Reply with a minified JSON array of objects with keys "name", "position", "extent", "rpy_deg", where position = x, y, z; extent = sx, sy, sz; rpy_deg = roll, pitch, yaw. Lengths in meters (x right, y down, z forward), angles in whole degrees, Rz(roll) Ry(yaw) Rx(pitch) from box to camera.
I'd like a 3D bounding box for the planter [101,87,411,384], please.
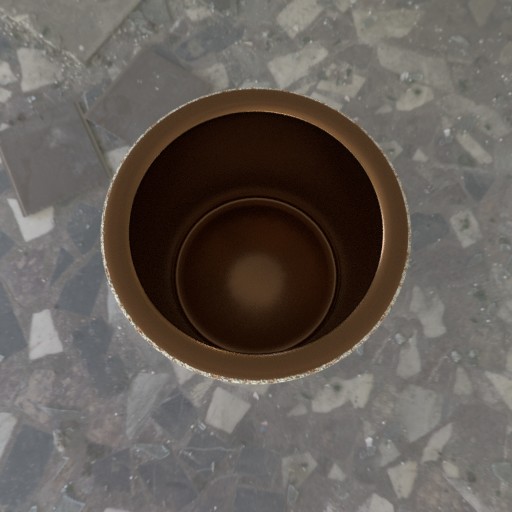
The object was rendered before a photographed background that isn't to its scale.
[{"name":"planter","position":[0.000,0.000,0.198],"extent":[0.109,0.096,0.109],"rpy_deg":[0,76,0]}]
